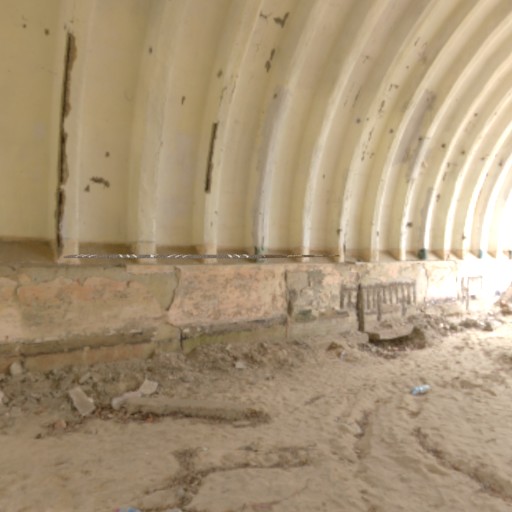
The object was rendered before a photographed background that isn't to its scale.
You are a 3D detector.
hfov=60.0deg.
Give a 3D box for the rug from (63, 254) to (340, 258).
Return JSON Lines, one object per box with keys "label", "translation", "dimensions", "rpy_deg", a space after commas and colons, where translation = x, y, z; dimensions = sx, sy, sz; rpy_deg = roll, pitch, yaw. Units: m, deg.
{"label": "rug", "translation": [0.000, 0.000, 2.709], "dimensions": [0.773, 0.012, 2.464], "rpy_deg": [0, 0, 16]}
